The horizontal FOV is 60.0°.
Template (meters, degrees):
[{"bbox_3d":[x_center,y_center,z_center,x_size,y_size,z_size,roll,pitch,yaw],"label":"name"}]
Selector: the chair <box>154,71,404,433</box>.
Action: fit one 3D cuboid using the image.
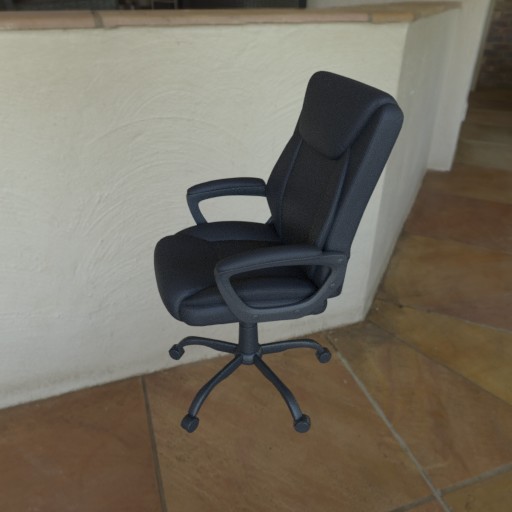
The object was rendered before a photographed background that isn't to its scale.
[{"bbox_3d":[0.000,0.000,1.453,0.655,1.072,0.615,-8,32,-14],"label":"chair"}]
